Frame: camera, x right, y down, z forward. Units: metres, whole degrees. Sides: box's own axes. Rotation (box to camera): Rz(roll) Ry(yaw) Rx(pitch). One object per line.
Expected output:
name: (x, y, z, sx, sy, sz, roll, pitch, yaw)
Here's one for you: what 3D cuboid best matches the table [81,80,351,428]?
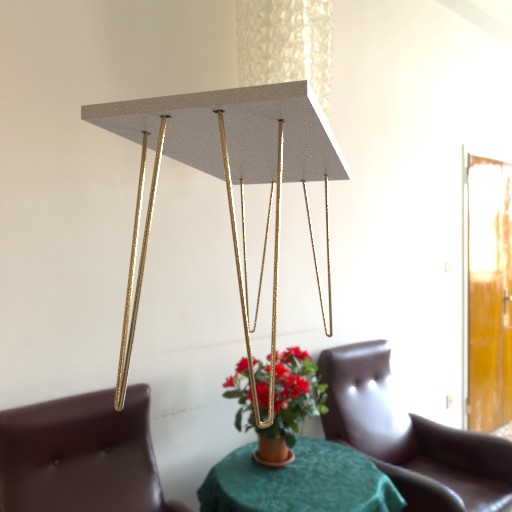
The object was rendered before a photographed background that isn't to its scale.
table: (0.000, 0.000, 1.367, 0.498, 0.660, 0.991, 0, 1, 17)
